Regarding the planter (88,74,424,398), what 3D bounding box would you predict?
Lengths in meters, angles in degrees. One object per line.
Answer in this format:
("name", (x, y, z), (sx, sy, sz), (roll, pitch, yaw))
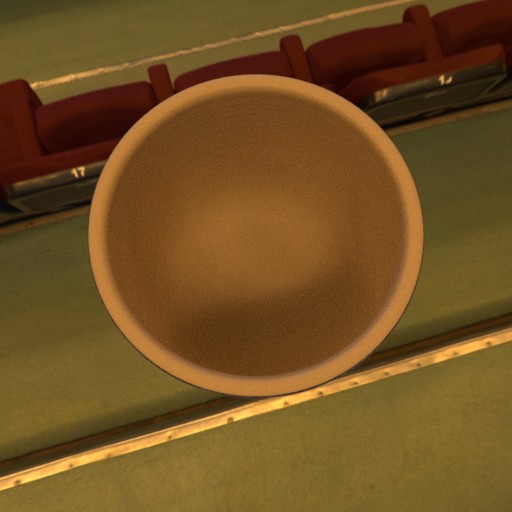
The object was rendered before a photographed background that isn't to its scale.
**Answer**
("planter", (0.000, 0.000, 0.285), (0.165, 0.149, 0.165), (0, 77, 0))
